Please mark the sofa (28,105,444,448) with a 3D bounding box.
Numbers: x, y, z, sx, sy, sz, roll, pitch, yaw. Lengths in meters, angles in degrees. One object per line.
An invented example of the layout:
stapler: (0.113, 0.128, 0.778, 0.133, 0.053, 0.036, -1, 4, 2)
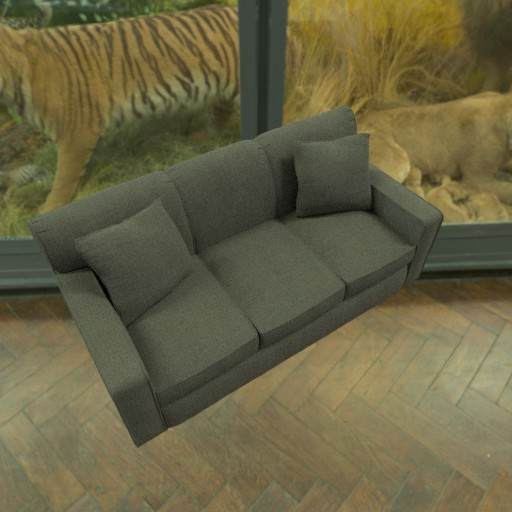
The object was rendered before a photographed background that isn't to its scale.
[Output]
sofa: (0.000, 0.000, 2.535, 2.024, 0.958, 0.997, -26, 51, -23)
